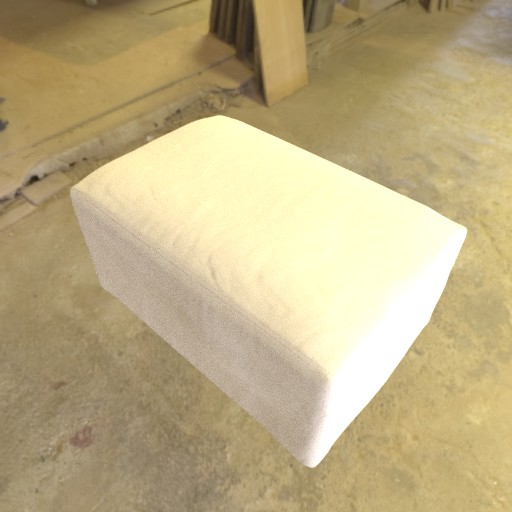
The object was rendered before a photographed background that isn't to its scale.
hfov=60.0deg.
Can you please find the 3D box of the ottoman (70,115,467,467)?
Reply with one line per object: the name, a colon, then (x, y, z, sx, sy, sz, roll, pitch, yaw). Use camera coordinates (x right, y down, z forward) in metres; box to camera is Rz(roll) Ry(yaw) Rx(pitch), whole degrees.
ottoman: (0.000, 0.000, 1.218, 0.872, 0.444, 0.590, 33, 54, 28)
